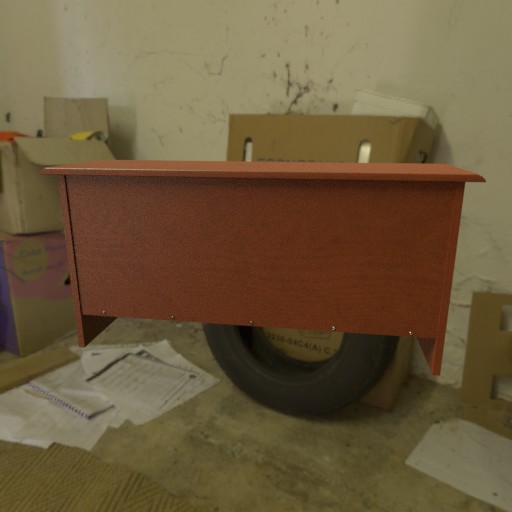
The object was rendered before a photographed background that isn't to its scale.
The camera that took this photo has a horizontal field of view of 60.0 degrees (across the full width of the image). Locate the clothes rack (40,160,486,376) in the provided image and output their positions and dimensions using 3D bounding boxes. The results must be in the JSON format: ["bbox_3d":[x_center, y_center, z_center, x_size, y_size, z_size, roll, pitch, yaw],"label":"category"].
[{"bbox_3d":[0.000,0.000,1.480,1.251,0.594,0.362,3,16,9],"label":"clothes rack"}]
